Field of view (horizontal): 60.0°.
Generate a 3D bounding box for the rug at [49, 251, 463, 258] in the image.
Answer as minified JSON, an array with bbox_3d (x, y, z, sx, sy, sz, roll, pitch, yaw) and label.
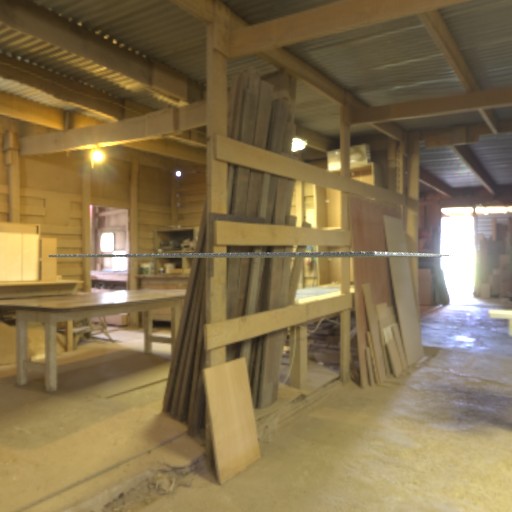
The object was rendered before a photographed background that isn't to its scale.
[{"bbox_3d":[0.000,0.000,2.820,2.144,0.015,1.543,0,0,36],"label":"rug"}]
